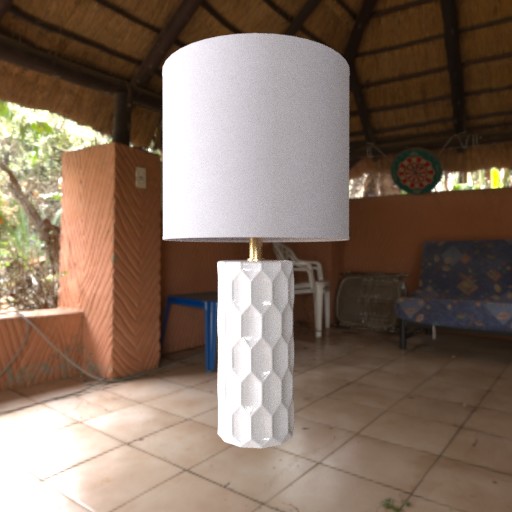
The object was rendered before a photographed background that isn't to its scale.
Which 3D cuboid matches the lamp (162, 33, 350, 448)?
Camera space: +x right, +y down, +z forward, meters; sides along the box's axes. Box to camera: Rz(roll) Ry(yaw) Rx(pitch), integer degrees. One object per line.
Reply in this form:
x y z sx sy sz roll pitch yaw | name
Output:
0.000 0.000 0.671 0.277 0.537 0.277 0 1 36 | lamp
